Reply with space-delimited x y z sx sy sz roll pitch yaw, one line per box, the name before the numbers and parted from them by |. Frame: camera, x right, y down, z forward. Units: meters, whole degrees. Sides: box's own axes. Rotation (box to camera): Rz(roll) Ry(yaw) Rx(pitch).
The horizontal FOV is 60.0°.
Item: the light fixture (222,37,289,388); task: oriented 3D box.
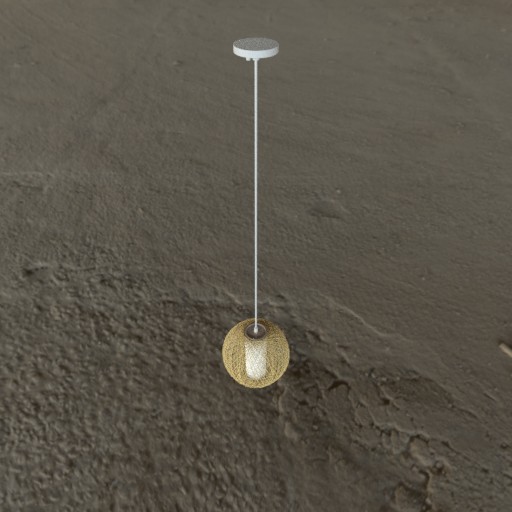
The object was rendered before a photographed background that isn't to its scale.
light fixture | 0.000 0.000 2.186 0.406 1.955 0.407 0 41 0
